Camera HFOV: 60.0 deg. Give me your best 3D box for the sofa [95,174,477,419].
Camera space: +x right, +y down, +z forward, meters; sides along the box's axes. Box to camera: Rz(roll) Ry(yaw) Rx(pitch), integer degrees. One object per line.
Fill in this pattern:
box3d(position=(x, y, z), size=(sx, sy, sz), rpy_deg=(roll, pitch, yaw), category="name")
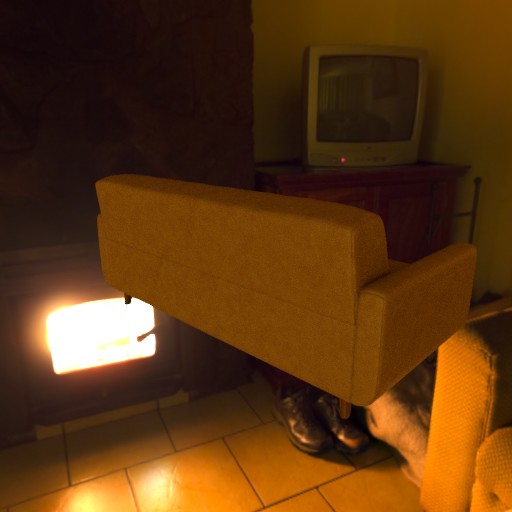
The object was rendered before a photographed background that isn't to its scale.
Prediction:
box3d(position=(0.000, 0.000, 2.610), size=(2.137, 0.892, 0.980), rpy_deg=(15, 23, 42), category="sofa")
